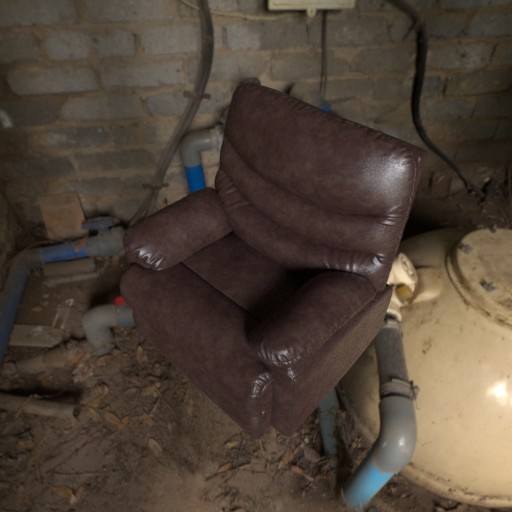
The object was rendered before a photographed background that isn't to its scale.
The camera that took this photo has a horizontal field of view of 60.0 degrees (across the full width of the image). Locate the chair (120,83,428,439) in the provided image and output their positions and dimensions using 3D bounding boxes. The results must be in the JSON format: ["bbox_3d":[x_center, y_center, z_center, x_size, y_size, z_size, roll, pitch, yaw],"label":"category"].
[{"bbox_3d":[0.000,0.000,1.778,0.940,1.041,0.879,33,54,29],"label":"chair"}]
